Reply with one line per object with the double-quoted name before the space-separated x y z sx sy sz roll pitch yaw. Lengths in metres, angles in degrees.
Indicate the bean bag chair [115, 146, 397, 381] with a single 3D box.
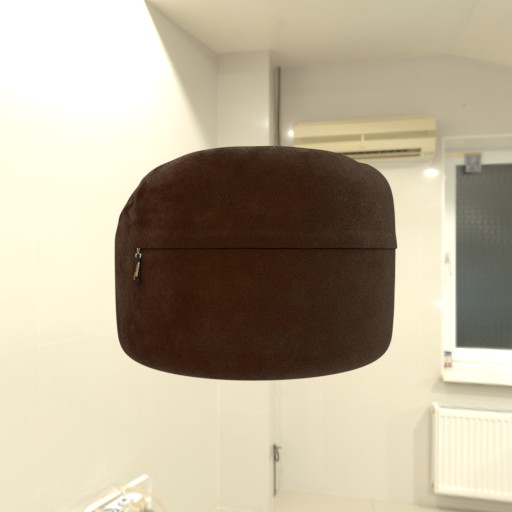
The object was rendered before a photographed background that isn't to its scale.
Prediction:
"bean bag chair" 0.000 0.000 1.504 0.918 0.616 0.918 0 1 0
